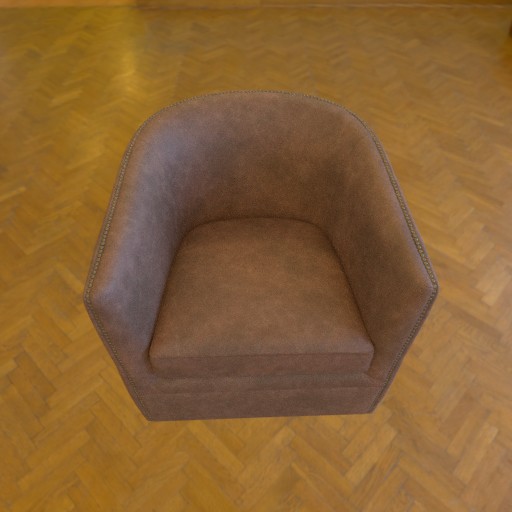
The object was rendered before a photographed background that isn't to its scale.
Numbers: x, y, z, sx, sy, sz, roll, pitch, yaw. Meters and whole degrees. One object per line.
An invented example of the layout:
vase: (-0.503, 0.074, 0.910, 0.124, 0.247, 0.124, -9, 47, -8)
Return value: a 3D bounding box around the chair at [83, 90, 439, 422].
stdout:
chair: (0.000, 0.000, 1.523, 0.850, 0.790, 0.870, -2, 46, -1)
